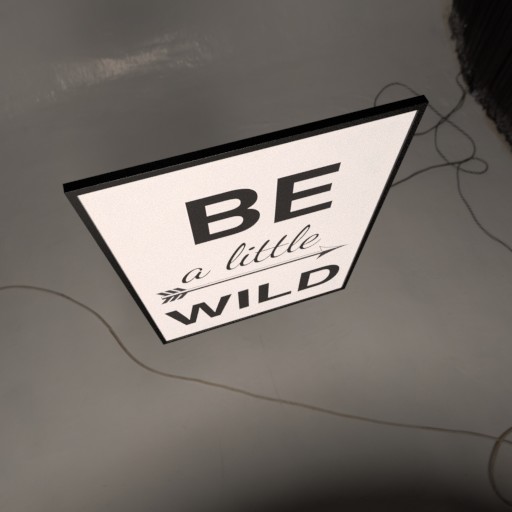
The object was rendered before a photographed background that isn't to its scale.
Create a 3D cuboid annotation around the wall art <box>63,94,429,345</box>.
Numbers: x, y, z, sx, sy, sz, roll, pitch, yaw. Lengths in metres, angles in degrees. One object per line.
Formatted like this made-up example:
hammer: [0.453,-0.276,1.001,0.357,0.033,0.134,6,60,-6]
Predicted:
wall art: [0.000,0.000,0.773,0.442,0.582,0.013,-16,64,-8]
